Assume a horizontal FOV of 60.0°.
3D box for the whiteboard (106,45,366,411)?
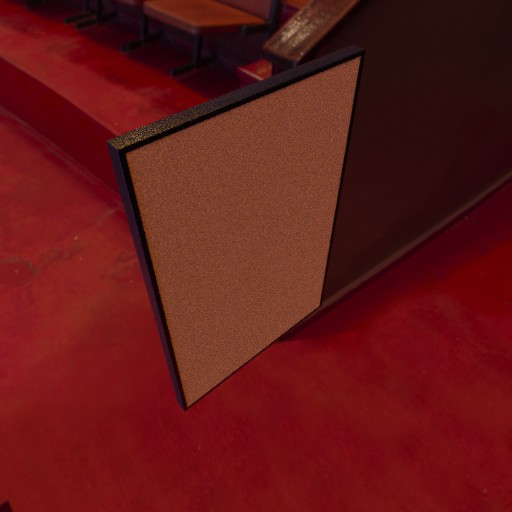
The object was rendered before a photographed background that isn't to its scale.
[{"bbox_3d":[0.000,0.000,0.778,0.406,0.611,0.026,-32,54,-27],"label":"whiteboard"}]
